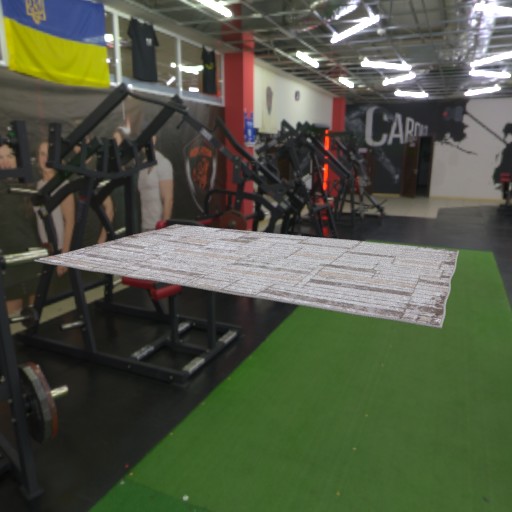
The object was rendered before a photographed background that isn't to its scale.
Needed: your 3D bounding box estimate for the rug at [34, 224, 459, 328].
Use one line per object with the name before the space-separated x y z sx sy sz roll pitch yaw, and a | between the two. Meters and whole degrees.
rug | 0.000 0.000 2.988 2.444 0.023 1.531 7 15 26
